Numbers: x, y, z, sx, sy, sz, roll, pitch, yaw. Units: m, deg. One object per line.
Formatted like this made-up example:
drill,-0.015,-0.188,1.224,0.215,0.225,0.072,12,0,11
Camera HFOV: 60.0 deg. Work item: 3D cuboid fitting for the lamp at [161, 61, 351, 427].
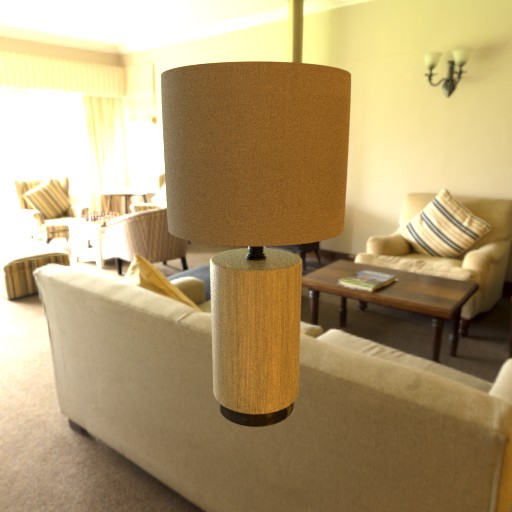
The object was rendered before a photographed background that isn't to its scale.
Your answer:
lamp,0.000,0.000,0.591,0.228,0.444,0.228,-2,14,-8
